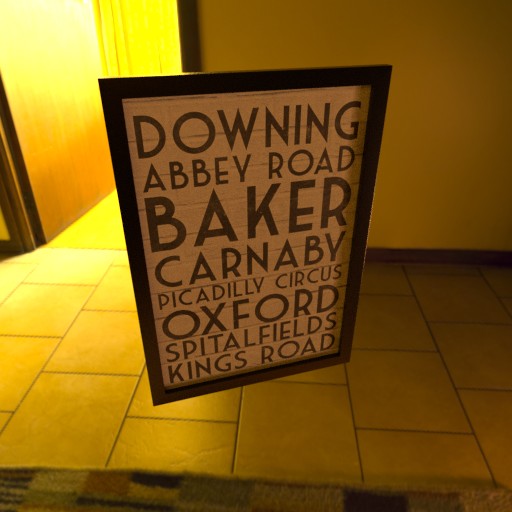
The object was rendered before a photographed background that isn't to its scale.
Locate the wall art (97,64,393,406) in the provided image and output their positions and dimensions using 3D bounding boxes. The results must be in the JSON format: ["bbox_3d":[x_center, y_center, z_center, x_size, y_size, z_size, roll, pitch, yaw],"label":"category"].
[{"bbox_3d":[0.000,0.000,0.554,0.304,0.432,0.013,-9,32,-14],"label":"wall art"}]
